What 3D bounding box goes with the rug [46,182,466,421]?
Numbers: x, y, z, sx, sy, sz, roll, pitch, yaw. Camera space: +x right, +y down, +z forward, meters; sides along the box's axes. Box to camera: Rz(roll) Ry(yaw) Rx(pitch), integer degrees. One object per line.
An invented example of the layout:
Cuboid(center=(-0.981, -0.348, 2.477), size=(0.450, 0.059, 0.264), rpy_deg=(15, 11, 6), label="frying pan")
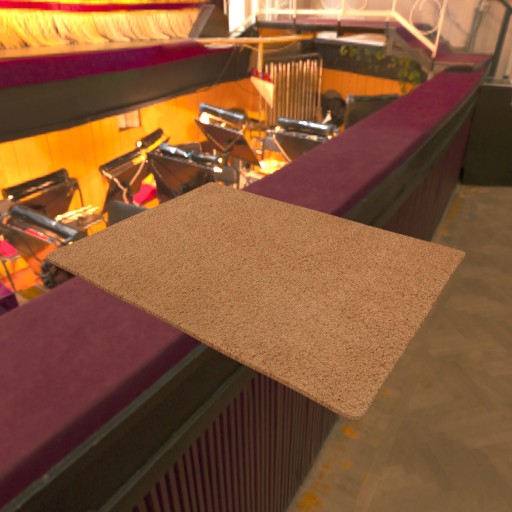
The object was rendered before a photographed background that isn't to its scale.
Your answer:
Cuboid(center=(0.000, 0.000, 2.093), size=(1.600, 0.025, 1.199), rpy_deg=(20, 36, 31), label="rug")
